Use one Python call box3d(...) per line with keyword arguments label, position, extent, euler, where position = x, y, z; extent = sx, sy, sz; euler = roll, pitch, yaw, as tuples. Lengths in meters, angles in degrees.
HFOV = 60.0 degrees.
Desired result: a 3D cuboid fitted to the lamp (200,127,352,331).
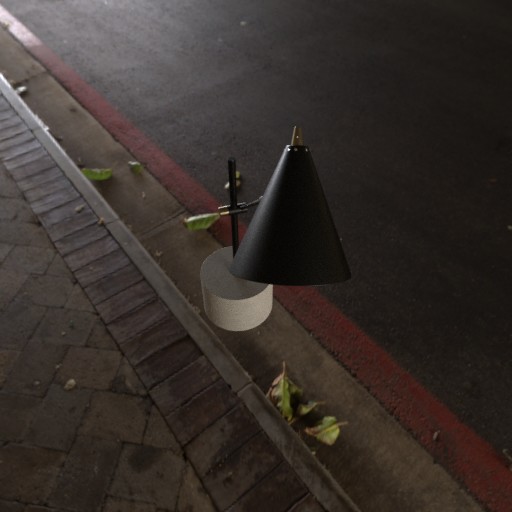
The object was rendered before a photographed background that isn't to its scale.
box3d(label="lamp", position=(0.000, 0.000, 0.736), extent=(0.214, 0.518, 0.403), euler=(-3, 46, -3))
